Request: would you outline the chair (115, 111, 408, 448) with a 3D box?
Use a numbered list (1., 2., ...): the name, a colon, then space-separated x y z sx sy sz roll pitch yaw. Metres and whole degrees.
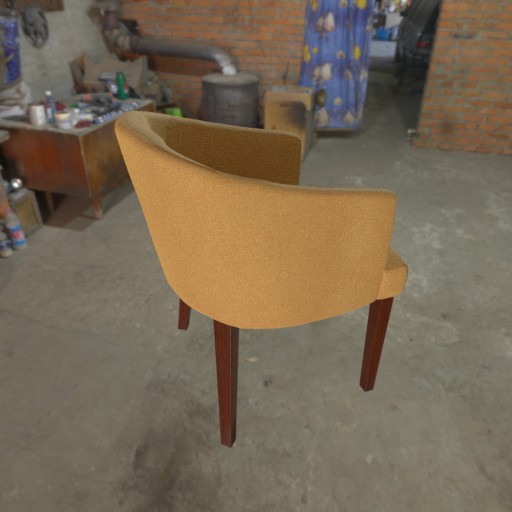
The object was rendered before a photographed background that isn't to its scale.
1. chair: 0.000 0.000 1.259 0.655 0.811 0.583 -11 32 -18
